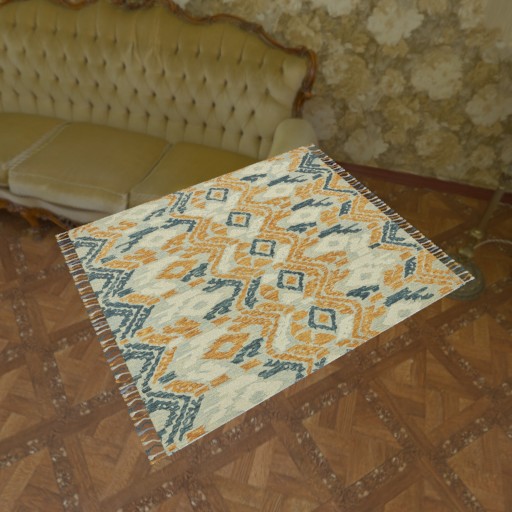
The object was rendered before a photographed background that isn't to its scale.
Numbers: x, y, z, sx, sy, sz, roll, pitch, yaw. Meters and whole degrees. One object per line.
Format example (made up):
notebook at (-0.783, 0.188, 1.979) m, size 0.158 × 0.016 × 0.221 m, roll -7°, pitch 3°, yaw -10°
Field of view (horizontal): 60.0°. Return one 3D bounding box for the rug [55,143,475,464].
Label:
rug at (0.000, 0.000, 4.083) m, size 3.048 × 0.010 × 2.439 m, roll -24°, pitch 52°, yaw -20°
